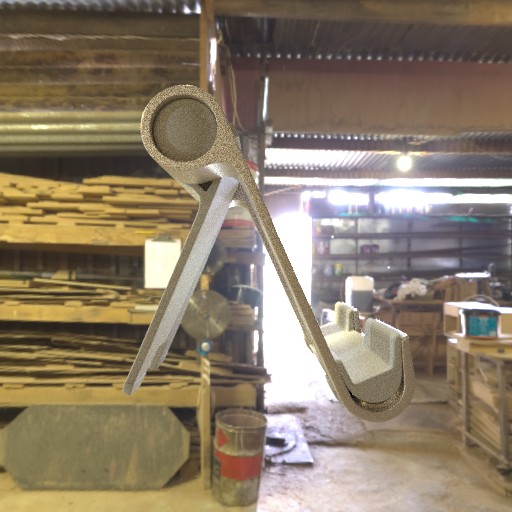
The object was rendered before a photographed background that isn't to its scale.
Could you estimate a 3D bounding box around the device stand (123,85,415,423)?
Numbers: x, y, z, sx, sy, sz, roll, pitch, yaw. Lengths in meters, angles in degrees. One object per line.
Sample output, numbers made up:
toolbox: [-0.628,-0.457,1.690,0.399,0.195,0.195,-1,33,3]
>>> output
device stand: [0.000,0.000,0.152,0.079,0.084,0.086,0,-1,1]
